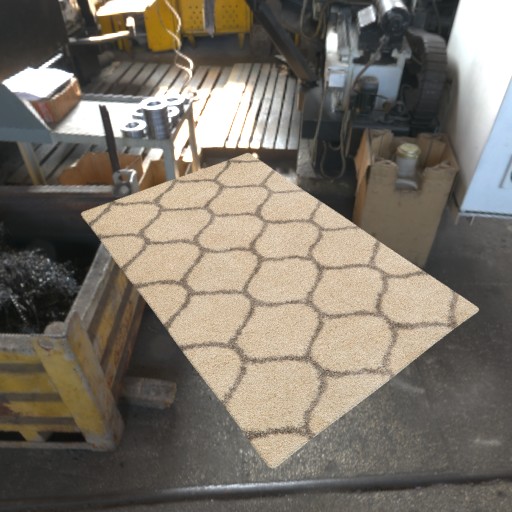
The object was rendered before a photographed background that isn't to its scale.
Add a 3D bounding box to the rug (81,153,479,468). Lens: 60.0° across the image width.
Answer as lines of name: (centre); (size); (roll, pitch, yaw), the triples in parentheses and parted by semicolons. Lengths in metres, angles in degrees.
rug: (0.000, 0.000, 3.430); (1.801, 0.026, 2.701); (-26, 48, -26)
